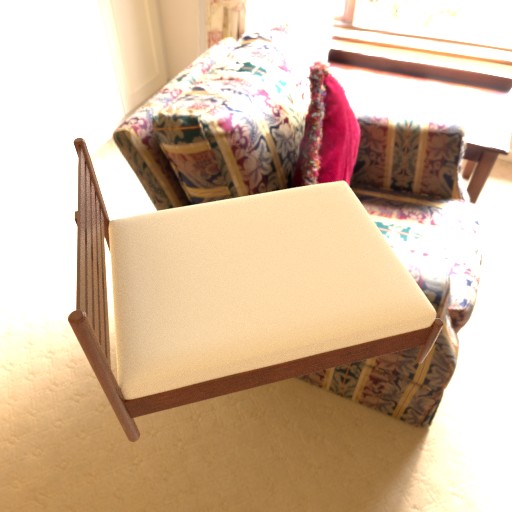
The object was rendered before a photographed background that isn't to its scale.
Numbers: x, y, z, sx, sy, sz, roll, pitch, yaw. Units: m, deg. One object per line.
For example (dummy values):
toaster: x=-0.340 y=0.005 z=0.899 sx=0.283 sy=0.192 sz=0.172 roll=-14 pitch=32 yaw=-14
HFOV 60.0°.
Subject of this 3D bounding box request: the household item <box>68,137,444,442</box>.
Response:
household item: x=0.000 y=0.000 z=3.256 sx=2.232 sy=1.356 sz=1.663 roll=-11 pitch=47 yaw=-11
